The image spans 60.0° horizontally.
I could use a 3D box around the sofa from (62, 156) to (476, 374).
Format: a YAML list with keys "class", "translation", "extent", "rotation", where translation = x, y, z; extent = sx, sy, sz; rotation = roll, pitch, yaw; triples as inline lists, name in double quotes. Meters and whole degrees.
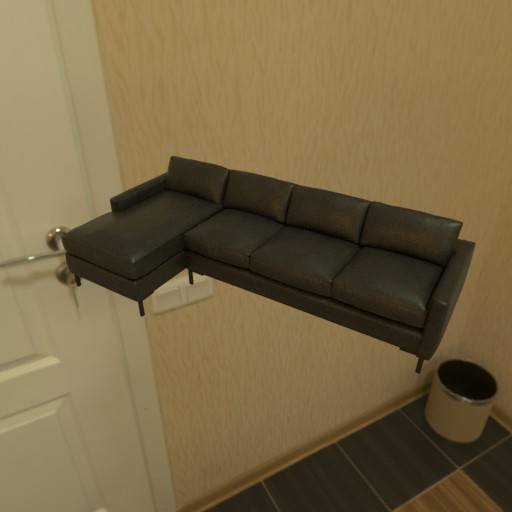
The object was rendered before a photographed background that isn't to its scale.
- class: "sofa"
  translation: [0.000, 0.000, 3.583]
  extent: [2.993, 0.859, 1.471]
  rotation: [18, 36, 27]
